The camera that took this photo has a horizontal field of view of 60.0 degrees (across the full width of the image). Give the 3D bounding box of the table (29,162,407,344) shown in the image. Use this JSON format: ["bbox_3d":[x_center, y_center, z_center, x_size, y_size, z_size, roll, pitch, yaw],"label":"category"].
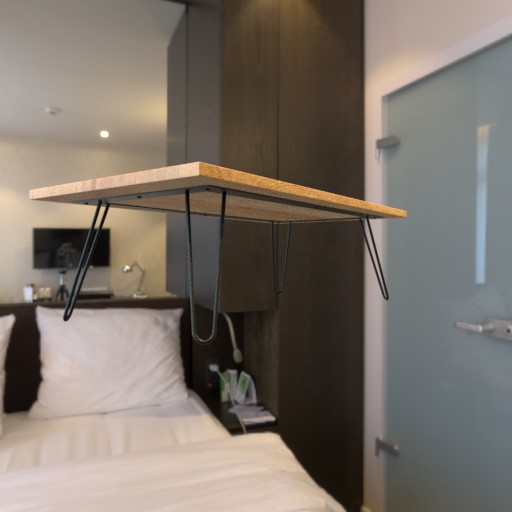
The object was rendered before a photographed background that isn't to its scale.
[{"bbox_3d":[0.000,0.000,1.667,0.699,0.400,1.348,0,0,36],"label":"table"}]
